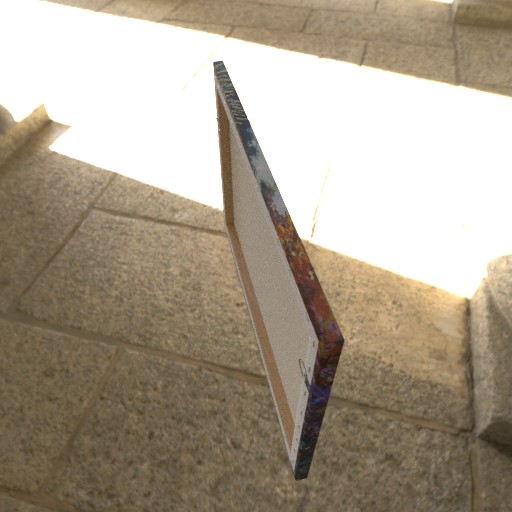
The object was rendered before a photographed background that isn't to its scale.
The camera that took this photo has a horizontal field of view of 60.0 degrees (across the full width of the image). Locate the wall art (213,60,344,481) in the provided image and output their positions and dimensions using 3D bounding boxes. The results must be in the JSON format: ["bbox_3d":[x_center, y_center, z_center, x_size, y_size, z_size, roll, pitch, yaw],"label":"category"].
[{"bbox_3d":[0.000,0.000,1.410,0.042,0.760,1.136,-10,48,-9],"label":"wall art"}]
